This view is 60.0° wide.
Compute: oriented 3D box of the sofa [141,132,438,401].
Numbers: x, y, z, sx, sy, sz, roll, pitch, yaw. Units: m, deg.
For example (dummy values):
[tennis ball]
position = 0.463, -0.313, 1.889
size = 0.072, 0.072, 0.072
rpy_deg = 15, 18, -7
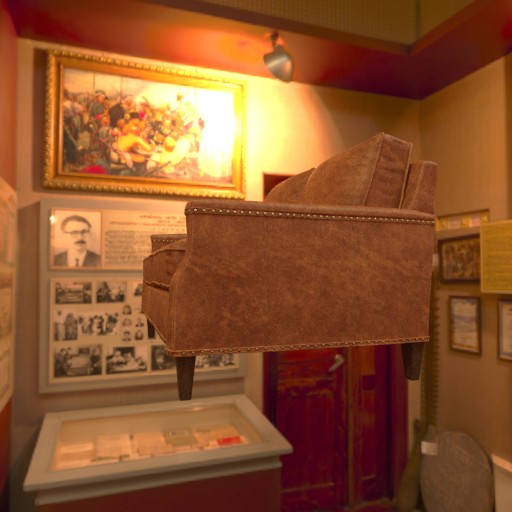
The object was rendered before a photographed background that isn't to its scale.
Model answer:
[sofa]
position = 0.000, 0.000, 2.313
size = 1.084, 1.003, 1.597
rpy_deg = 1, -2, -18
